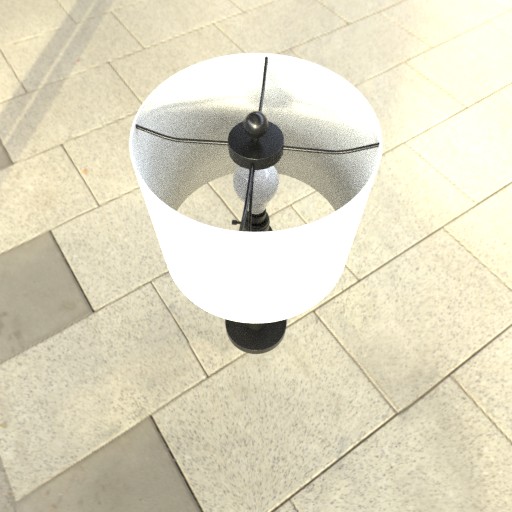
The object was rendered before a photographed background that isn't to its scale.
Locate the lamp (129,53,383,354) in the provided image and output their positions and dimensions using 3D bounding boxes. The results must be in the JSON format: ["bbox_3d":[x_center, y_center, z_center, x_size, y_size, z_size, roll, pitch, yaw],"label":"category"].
[{"bbox_3d":[0.000,0.000,0.791,0.305,0.640,0.305,-32,64,-18],"label":"lamp"}]
